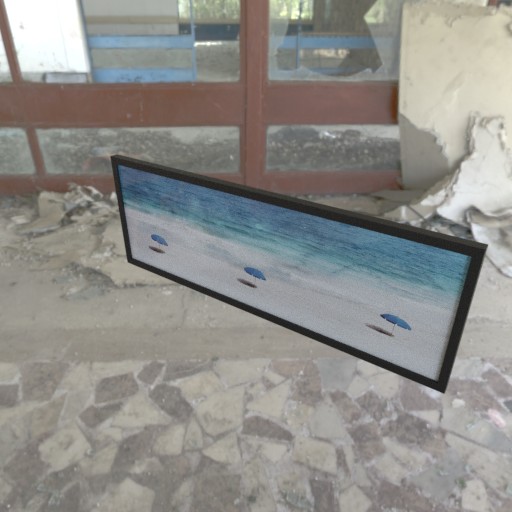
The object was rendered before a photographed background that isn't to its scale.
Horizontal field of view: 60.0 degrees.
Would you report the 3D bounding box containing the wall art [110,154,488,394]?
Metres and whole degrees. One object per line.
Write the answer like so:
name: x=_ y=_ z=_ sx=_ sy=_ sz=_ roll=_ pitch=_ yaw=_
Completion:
wall art: x=0.000 y=0.000 z=1.766 sx=1.572 sy=0.554 sz=0.041 roll=19 pitch=34 yaw=30
